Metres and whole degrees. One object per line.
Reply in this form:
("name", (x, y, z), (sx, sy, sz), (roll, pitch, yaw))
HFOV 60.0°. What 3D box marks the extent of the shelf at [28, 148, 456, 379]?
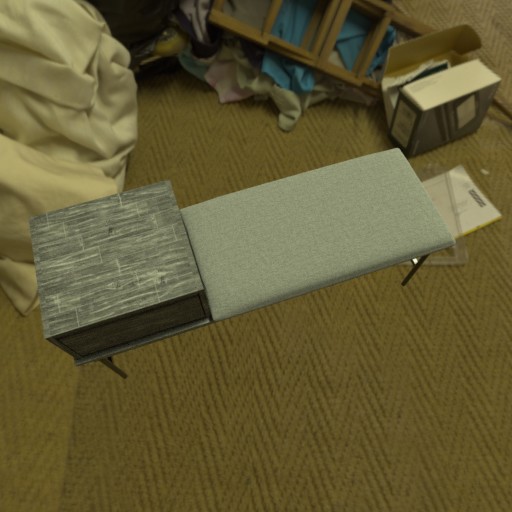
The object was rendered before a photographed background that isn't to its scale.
("shelf", (0.000, 0.000, 1.637), (1.342, 0.633, 0.457), (-17, 65, -8))
